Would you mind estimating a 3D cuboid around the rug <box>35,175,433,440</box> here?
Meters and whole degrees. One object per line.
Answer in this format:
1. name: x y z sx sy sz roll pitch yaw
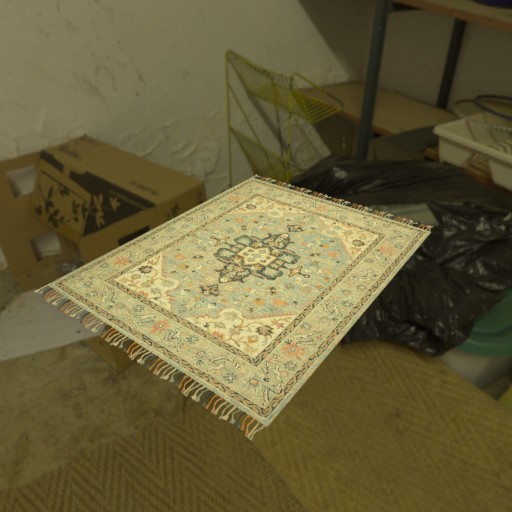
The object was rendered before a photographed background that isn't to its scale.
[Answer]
1. rug: 0.000 0.000 3.528 1.971 0.010 2.651 22 39 30
